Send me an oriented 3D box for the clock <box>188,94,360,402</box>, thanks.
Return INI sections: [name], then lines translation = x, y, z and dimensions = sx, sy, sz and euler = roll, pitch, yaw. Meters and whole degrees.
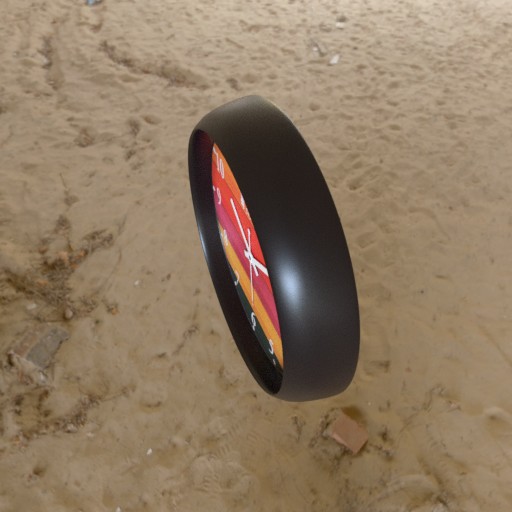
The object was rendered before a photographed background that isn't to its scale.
[clock]
translation = 0.000, 0.000, 0.444
dimensions = 0.060, 0.300, 0.300
euler = -16, 49, -15
